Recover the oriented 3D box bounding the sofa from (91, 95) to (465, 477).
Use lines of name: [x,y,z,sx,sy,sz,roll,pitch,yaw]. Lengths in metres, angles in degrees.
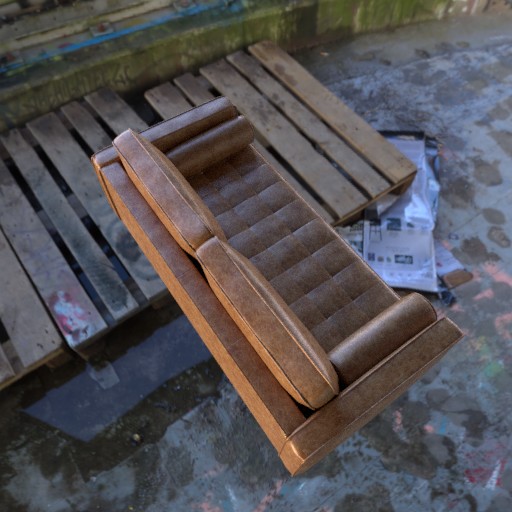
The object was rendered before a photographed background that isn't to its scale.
sofa: [0.000,0.000,2.342,0.924,0.825,1.920,-31,64,-17]
